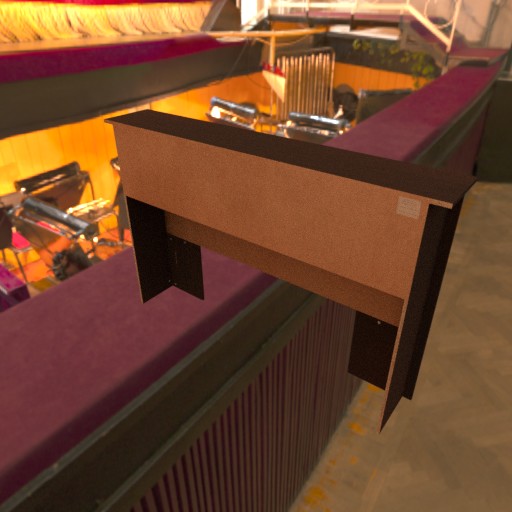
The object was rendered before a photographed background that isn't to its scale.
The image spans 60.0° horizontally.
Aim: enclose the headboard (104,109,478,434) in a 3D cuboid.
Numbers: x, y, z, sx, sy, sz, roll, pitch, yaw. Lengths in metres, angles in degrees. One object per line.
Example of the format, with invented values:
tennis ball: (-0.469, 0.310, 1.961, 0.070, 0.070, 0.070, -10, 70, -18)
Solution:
headboard: (0.000, 0.000, 2.114, 1.671, 1.092, 0.279, 21, 37, 31)
